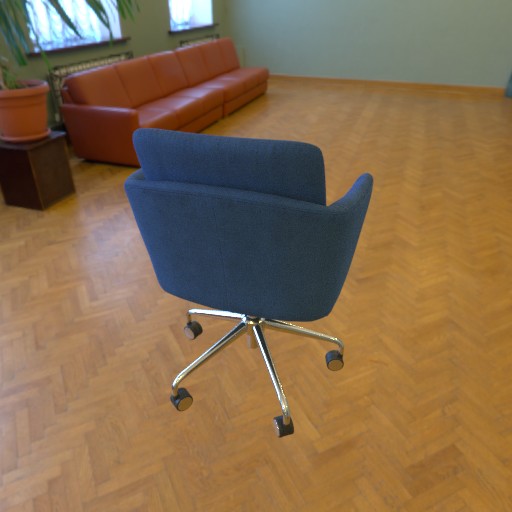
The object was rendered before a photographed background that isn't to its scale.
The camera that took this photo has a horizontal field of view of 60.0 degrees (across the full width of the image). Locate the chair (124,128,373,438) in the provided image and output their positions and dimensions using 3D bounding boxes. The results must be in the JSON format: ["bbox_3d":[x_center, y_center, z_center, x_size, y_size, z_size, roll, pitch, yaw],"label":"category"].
[{"bbox_3d":[0.000,0.000,1.401,0.641,0.908,0.635,9,32,15],"label":"chair"}]
